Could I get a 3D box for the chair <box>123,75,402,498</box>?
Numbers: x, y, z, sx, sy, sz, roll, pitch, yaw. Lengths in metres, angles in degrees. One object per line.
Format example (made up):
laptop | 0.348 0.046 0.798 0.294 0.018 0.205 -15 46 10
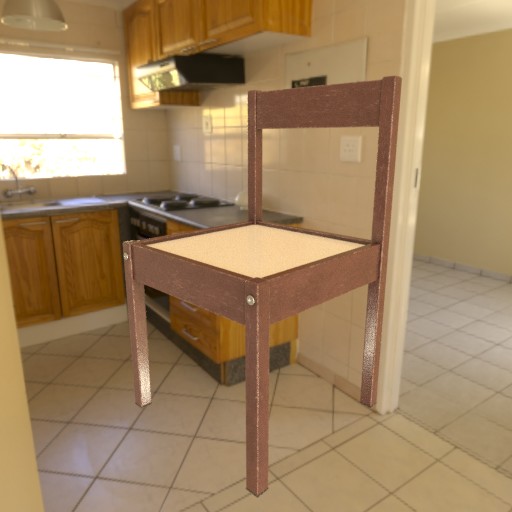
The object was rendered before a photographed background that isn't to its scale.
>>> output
chair | 0.000 0.000 0.668 0.285 0.505 0.285 14 21 43
